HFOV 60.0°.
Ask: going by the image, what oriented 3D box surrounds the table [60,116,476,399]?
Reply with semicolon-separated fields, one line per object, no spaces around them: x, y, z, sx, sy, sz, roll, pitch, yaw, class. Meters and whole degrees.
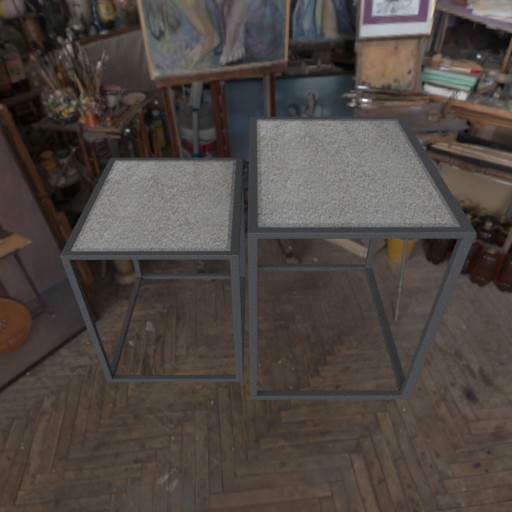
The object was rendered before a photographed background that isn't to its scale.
0.000;0.000;1.160;0.788;0.540;0.508;0;40;0;table
